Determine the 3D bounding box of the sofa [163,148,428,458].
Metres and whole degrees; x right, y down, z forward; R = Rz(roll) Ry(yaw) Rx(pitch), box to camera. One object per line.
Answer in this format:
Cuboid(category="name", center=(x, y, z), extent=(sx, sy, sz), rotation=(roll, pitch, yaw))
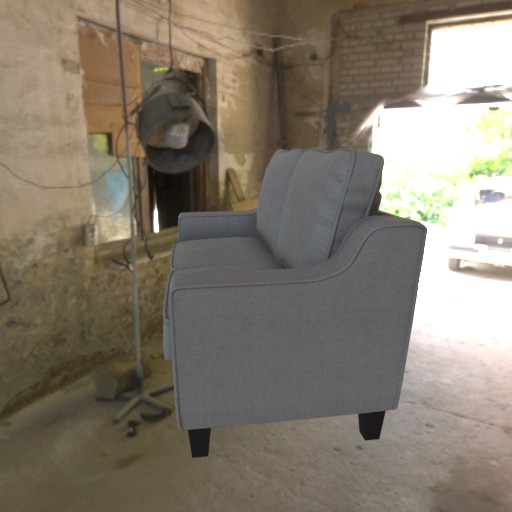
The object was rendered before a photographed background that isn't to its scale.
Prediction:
Cuboid(category="sofa", center=(0.000, 0.000, 2.007), extent=(0.791, 0.948, 1.500), rotation=(-2, 14, -8))
